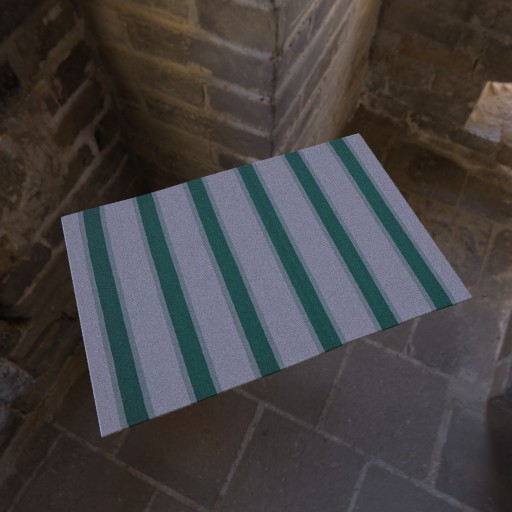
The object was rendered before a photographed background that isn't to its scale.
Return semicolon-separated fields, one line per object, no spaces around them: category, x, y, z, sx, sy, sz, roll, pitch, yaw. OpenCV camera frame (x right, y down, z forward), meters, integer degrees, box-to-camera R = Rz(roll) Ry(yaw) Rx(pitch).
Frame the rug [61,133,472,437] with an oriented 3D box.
rug;0.000;0.000;2.309;1.829;0.012;1.210;-18;61;-10
